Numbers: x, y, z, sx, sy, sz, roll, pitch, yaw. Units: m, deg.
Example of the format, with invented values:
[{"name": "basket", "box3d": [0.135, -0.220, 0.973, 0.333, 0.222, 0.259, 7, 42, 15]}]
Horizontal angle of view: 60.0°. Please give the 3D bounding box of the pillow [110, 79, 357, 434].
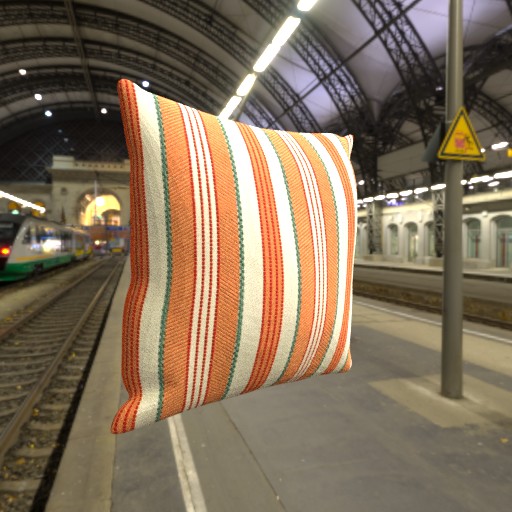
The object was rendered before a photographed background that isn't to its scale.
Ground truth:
[{"name": "pillow", "box3d": [0.000, 0.000, 0.671, 0.440, 0.441, 0.182, -1, 2, -37]}]
